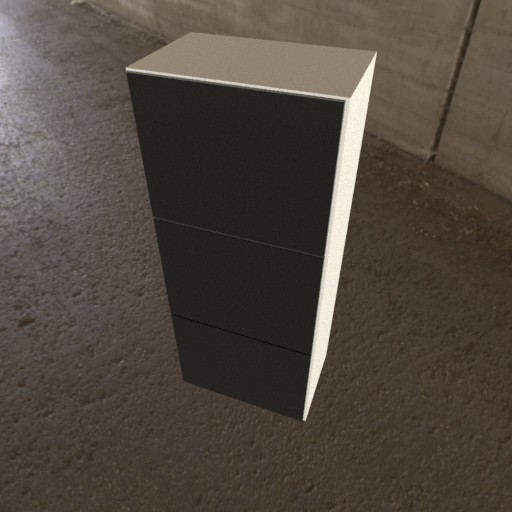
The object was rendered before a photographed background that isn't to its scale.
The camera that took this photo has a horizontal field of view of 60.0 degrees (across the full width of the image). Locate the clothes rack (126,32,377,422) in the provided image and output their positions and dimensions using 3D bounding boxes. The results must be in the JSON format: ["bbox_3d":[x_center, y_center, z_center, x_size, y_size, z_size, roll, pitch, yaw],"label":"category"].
[{"bbox_3d":[0.000,0.000,1.405,0.500,1.187,0.330,14,42,16],"label":"clothes rack"}]
